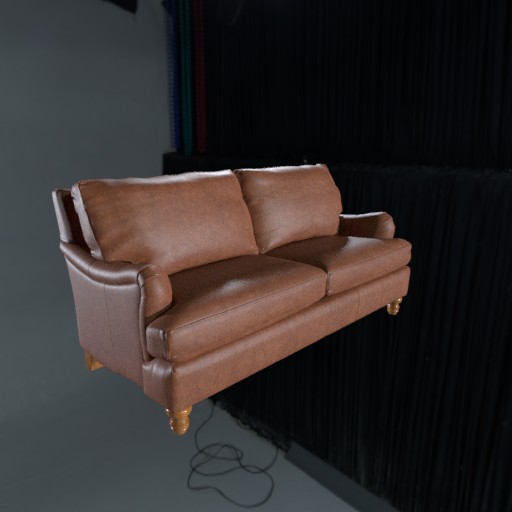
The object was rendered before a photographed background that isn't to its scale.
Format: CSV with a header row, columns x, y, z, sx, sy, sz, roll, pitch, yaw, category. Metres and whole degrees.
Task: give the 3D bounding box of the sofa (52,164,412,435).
x,y,z,sx,sy,sz,roll,pitch,yaw,category
0.000,0.000,2.827,1.147,1.071,2.144,14,20,43,sofa
